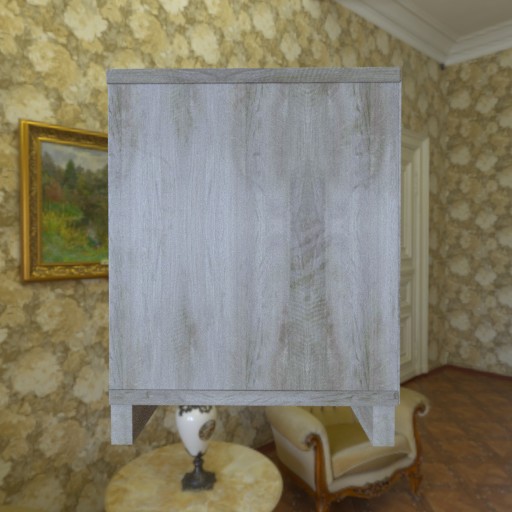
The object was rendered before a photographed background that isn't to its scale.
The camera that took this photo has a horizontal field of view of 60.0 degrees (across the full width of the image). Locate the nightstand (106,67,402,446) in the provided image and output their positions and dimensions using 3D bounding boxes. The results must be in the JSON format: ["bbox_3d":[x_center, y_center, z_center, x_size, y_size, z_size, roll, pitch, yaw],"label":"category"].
[{"bbox_3d":[0.000,0.000,0.736,0.347,0.448,0.427,0,1,1],"label":"nightstand"}]
